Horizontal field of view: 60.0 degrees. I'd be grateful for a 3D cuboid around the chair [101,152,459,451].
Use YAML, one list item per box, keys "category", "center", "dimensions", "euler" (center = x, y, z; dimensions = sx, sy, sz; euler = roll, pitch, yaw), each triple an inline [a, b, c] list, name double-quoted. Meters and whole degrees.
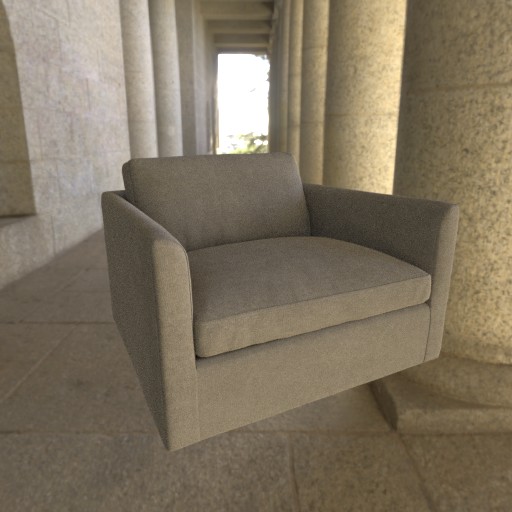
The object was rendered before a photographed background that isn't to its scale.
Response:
- category: "chair"
  center: [0.000, 0.000, 1.890]
  dimensions: [1.190, 0.845, 1.091]
  euler: [-9, 18, -28]
